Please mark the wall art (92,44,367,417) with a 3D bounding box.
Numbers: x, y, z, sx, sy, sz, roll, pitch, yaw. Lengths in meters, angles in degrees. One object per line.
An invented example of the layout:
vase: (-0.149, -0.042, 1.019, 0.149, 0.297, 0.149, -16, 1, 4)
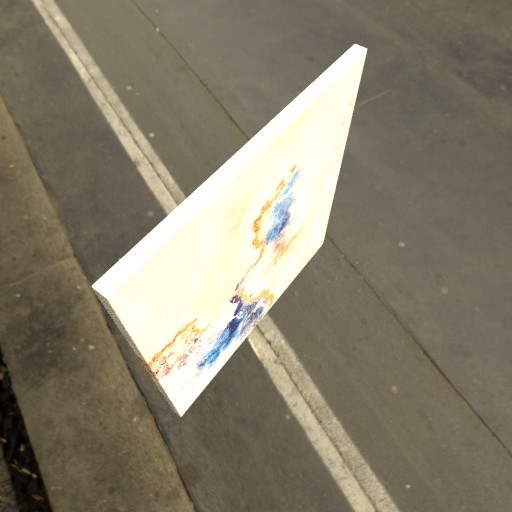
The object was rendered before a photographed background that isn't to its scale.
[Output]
wall art: (0.000, 0.000, 1.320, 0.038, 0.889, 0.889, 33, 63, 19)
